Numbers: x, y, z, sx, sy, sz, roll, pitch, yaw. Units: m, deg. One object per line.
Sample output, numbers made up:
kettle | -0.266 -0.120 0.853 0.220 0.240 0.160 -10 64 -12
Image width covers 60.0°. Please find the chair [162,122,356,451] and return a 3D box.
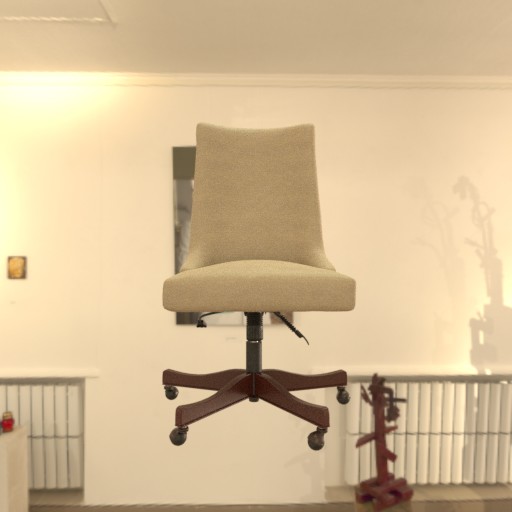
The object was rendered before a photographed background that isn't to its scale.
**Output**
chair | 0.000 0.000 1.478 0.645 1.010 0.696 0 1 -1
